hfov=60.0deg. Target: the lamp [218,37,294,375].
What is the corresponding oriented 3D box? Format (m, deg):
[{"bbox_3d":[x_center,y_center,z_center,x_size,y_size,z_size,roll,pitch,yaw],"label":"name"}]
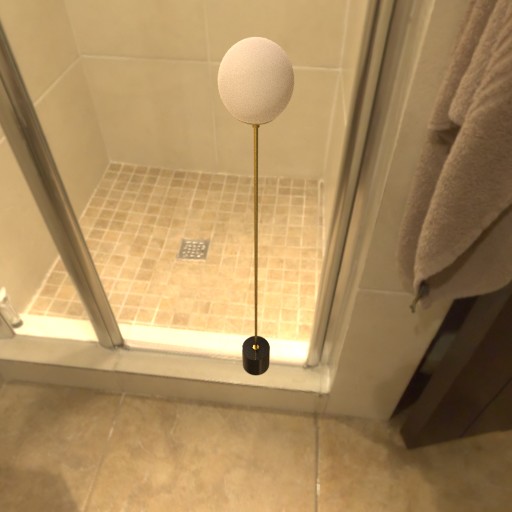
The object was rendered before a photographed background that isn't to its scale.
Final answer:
[{"bbox_3d":[0.000,0.000,1.871,0.229,1.748,0.229,-23,50,-21],"label":"lamp"}]
